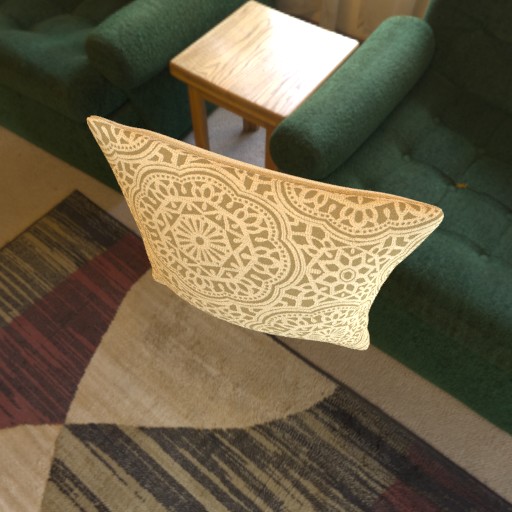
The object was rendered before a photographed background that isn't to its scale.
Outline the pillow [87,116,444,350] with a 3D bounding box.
[{"bbox_3d":[0.000,0.000,0.681,0.438,0.421,0.167,17,60,10],"label":"pillow"}]
